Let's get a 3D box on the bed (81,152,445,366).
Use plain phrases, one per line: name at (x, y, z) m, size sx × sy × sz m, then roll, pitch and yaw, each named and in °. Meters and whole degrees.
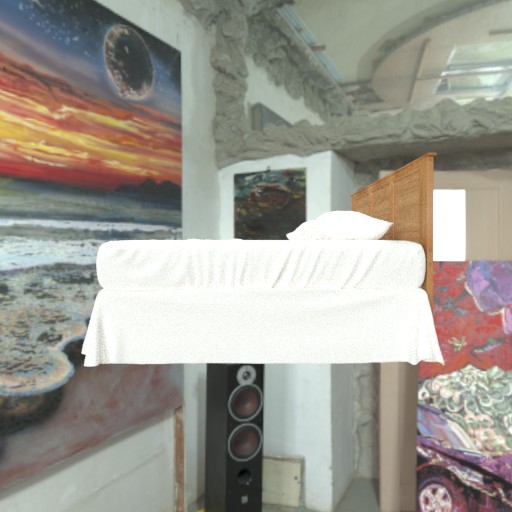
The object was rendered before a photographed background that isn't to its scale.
bed at (0.000, 0.000, 3.644) m, size 2.215 × 1.270 × 2.317 m, roll 0°, pitch 0°, yaw -1°
